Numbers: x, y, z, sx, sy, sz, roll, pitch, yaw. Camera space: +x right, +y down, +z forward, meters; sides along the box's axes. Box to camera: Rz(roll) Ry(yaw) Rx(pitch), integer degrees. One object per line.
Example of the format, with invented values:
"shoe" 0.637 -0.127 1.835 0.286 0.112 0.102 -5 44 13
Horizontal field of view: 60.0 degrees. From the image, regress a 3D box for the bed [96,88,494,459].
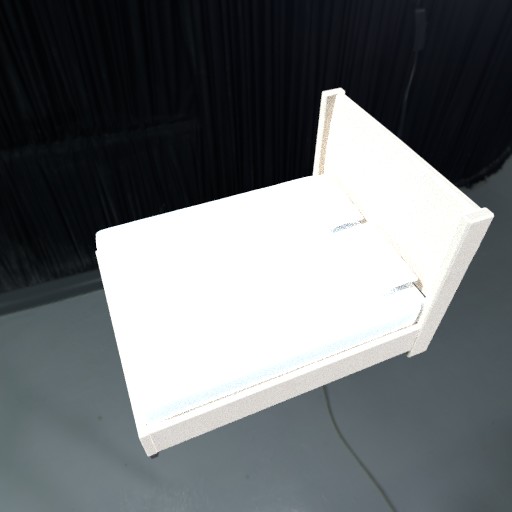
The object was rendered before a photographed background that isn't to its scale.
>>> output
"bed" 0.000 0.000 3.368 2.293 1.471 1.778 -17 48 -16
